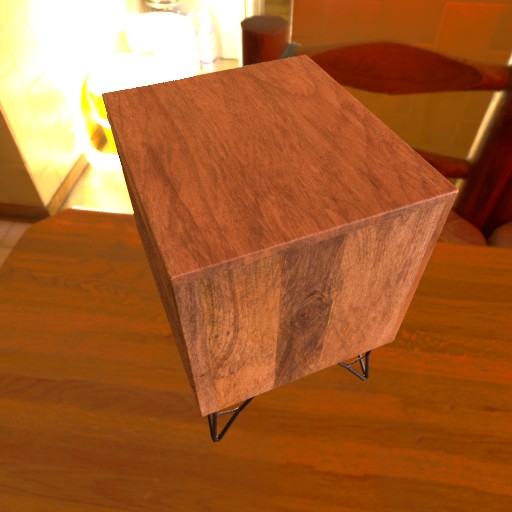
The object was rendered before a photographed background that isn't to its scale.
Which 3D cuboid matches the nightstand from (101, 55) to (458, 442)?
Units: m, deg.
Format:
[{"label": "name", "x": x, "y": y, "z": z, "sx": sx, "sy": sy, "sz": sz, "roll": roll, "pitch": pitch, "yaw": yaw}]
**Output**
[{"label": "nightstand", "x": 0.000, "y": 0.000, "z": 0.894, "sx": 0.406, "sy": 0.559, "sz": 0.457, "roll": -17, "pitch": 50, "yaw": -15}]
